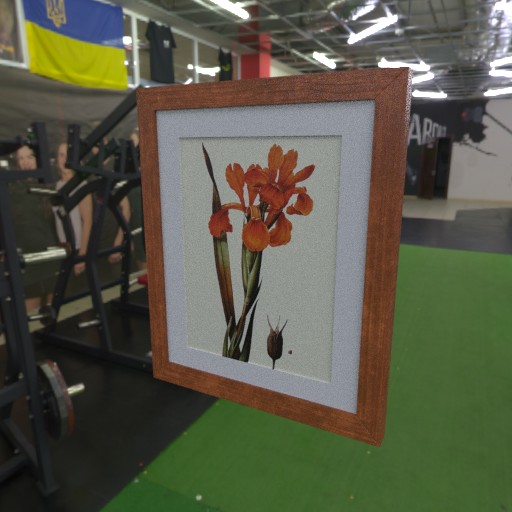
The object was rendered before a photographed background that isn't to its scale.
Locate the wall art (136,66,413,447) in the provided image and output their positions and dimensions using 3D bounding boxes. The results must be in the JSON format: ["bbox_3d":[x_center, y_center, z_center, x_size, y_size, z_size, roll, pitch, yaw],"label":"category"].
[{"bbox_3d":[0.000,0.000,0.761,0.467,0.567,0.033,7,16,28],"label":"wall art"}]
